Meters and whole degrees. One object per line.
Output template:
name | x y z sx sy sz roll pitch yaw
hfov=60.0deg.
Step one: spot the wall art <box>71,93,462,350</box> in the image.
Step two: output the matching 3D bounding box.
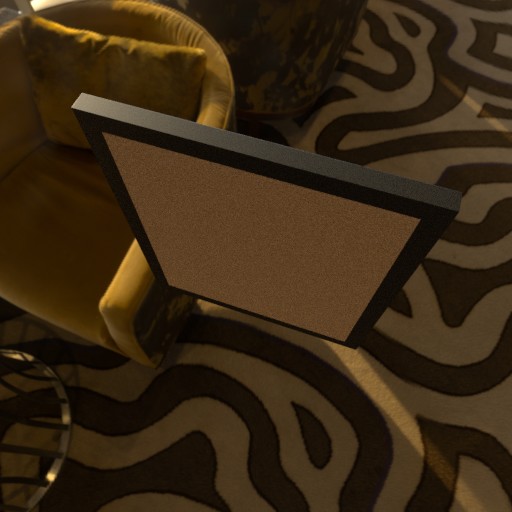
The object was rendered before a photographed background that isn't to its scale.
wall art | 0.000 0.000 0.700 0.432 0.508 0.025 17 64 8
